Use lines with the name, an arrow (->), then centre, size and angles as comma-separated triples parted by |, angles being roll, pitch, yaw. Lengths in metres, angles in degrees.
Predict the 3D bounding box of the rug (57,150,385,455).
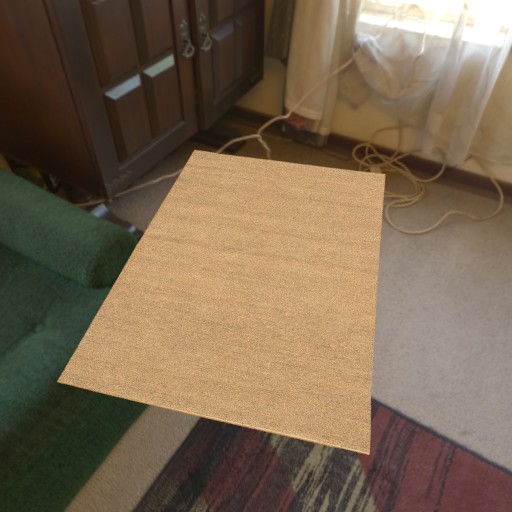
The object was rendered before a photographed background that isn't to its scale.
rug -> 0.000, 0.000, 2.955 | 1.624, 0.030, 2.264 | 10, 47, 9
